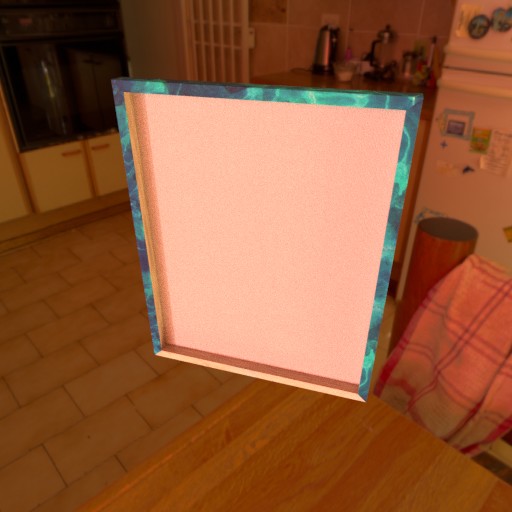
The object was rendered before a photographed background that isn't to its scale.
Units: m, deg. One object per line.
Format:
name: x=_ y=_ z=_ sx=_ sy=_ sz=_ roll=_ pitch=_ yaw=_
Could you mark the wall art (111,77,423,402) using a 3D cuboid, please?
wall art: x=0.000 y=0.000 z=1.045 sx=0.609 sy=0.760 sz=0.038 roll=9 pitch=32 yaw=14
